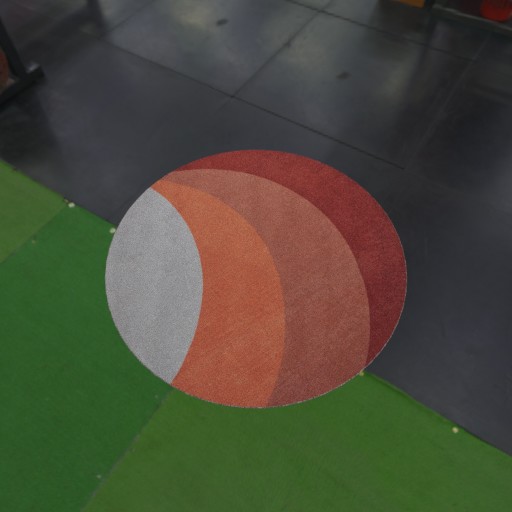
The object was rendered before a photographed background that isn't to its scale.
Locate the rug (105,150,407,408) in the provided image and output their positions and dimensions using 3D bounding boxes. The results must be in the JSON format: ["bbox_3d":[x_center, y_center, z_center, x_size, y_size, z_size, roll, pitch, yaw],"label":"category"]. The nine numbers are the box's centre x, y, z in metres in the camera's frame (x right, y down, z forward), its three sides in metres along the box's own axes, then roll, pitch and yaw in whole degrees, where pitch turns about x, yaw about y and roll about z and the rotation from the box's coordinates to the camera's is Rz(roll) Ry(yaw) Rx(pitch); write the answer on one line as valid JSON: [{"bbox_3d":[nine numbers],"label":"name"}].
[{"bbox_3d":[0.000,0.000,2.262,1.514,0.015,1.514,0,57,0],"label":"rug"}]
